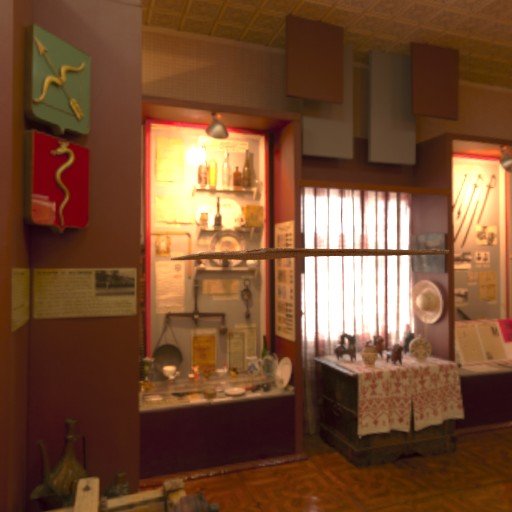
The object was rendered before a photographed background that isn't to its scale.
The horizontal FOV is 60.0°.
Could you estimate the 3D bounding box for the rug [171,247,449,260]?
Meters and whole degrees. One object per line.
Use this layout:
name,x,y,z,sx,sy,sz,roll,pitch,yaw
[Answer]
rug,0.000,0.000,2.559,0.692,0.032,2.320,0,-1,-18
